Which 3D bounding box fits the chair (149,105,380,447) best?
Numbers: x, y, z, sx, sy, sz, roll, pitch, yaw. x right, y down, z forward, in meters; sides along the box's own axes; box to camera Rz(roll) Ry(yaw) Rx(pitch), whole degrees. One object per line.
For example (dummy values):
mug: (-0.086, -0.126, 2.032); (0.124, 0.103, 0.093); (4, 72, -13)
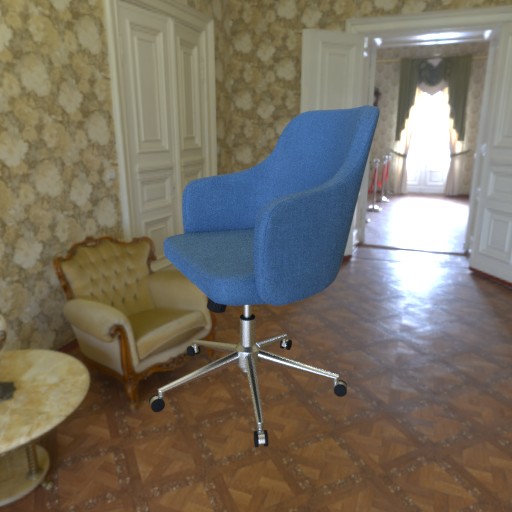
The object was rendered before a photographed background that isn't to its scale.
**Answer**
chair: (0.000, 0.000, 1.272); (0.655, 0.820, 0.599); (-7, 16, -24)
